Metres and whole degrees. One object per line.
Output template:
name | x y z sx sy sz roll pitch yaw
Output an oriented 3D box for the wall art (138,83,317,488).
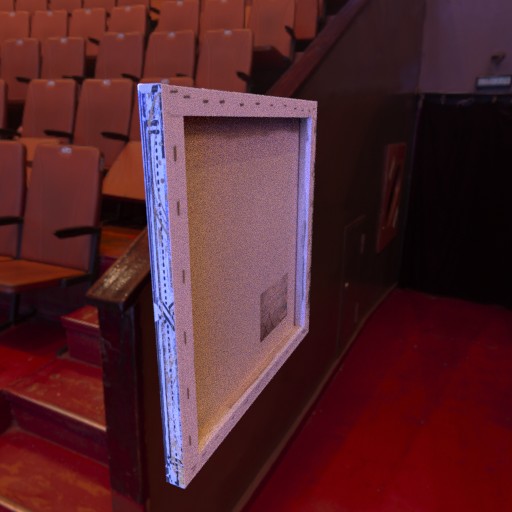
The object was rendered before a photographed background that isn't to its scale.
wall art | 0.000 0.000 0.889 0.036 0.607 0.609 8 19 24
